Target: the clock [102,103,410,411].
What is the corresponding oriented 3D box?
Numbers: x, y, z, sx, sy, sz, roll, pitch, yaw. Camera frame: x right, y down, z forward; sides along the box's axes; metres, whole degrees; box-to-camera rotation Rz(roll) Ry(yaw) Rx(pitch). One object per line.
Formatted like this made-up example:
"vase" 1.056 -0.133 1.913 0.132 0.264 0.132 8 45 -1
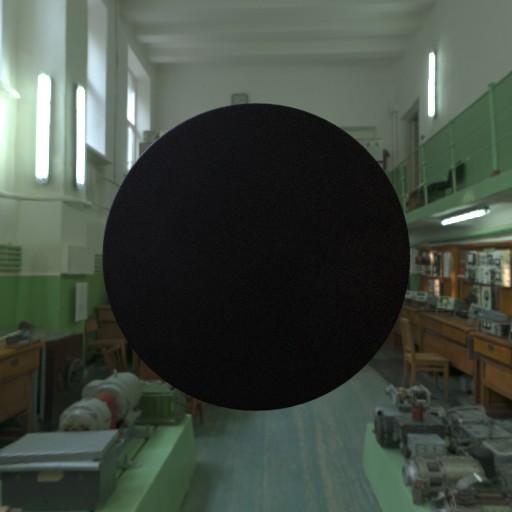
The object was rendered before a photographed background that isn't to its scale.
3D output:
"clock" 0.000 0.000 0.464 0.314 0.314 0.029 0 -2 0
